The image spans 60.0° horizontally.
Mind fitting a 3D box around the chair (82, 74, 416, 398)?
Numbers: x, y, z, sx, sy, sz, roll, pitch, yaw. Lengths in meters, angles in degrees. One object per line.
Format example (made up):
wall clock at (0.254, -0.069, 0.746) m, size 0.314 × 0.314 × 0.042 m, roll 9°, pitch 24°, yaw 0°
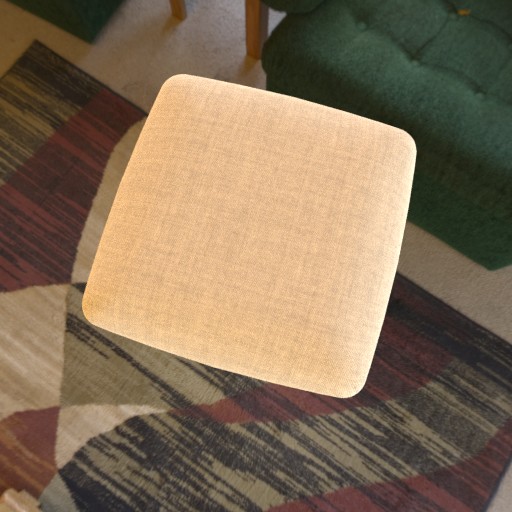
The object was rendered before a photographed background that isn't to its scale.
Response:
chair at (0.000, 0.000, 0.707) m, size 0.350 × 0.440 × 0.350 m, roll 16°, pitch 78°, yaw 4°
